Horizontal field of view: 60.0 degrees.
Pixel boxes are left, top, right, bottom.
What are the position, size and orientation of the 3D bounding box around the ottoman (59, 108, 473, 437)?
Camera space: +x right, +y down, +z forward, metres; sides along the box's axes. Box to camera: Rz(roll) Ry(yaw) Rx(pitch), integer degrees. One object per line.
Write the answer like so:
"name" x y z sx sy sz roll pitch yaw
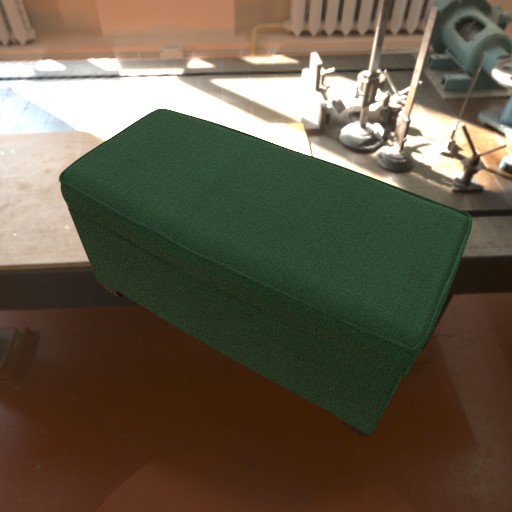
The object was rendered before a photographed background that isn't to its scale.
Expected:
"ottoman" 0.000 0.000 1.226 0.957 0.471 0.483 25 52 21
